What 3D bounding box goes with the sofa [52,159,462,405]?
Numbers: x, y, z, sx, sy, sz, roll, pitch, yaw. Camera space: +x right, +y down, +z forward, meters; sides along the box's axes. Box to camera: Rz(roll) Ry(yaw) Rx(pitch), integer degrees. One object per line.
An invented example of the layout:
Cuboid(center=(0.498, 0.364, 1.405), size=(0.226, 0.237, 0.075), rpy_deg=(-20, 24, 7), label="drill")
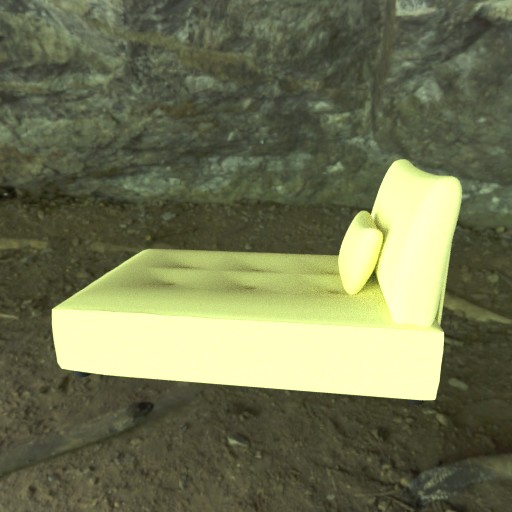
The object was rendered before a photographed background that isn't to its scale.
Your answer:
Cuboid(center=(0.000, 0.000, 1.999), size=(1.450, 0.820, 0.930), rpy_deg=(2, 15, 8), label="sofa")
